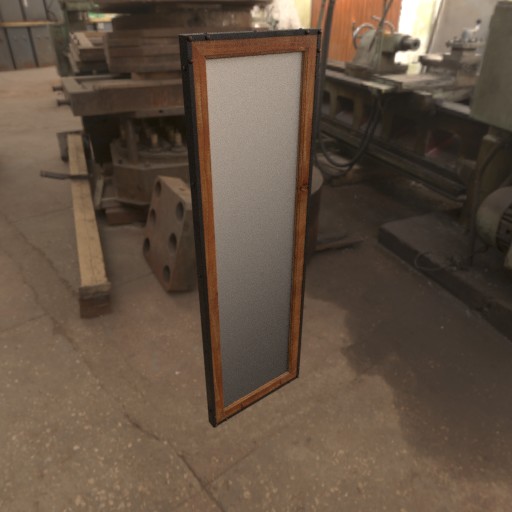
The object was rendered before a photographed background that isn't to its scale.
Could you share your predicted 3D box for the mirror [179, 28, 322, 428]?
[{"bbox_3d":[0.000,0.000,1.187,0.354,1.080,0.042,-21,36,-32],"label":"mirror"}]
